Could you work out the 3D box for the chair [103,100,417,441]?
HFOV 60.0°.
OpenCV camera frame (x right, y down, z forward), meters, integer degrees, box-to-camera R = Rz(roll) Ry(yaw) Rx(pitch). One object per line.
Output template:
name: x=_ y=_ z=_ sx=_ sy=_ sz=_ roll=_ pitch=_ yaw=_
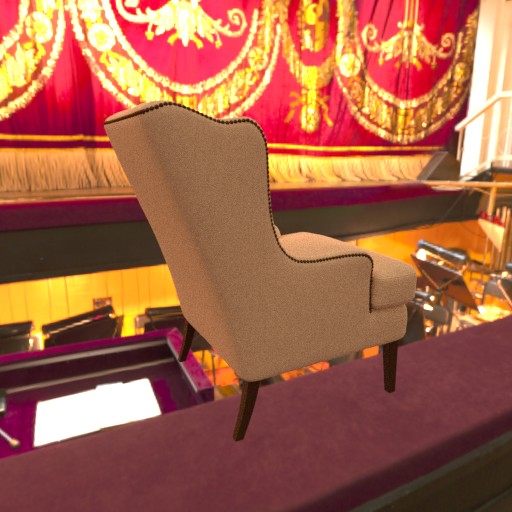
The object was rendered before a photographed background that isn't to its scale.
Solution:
chair: x=0.000 y=0.000 z=1.654 sx=0.940 sy=1.029 sz=0.737 roll=-7 pitch=15 yaw=-26
